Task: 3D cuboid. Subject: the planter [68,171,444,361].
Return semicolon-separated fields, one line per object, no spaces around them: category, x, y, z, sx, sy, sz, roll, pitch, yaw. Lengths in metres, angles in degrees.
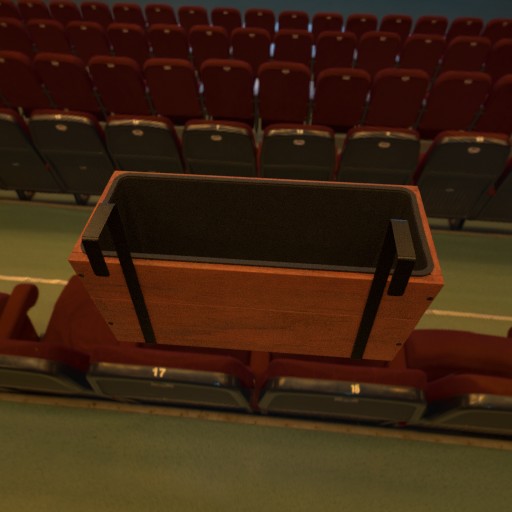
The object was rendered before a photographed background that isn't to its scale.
planter;0.000;0.000;0.638;0.480;0.289;0.262;4;46;3
